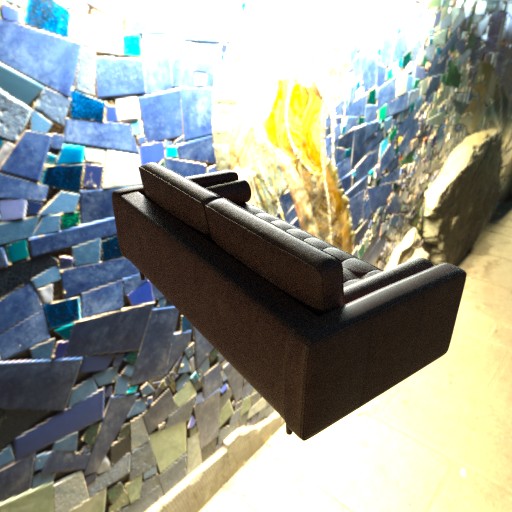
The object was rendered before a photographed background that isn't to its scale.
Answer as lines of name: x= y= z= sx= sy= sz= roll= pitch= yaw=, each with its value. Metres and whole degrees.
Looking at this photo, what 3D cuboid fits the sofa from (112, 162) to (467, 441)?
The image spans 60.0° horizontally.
sofa: x=0.000 y=0.000 z=2.372 sx=0.910 sy=0.760 sz=1.870 roll=-18 pitch=32 yaw=-31
